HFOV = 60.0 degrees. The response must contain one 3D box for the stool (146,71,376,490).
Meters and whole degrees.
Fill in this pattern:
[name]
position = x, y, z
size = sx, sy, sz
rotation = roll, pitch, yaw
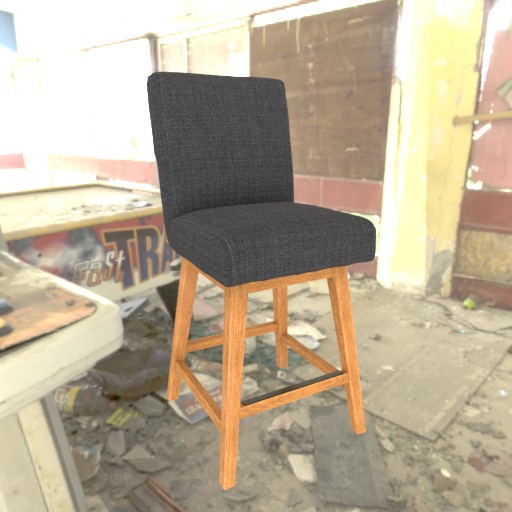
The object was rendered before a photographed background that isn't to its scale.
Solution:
[stool]
position = 0.000, 0.000, 1.270
size = 0.459, 1.010, 0.526
rotation = -9, 18, -28
